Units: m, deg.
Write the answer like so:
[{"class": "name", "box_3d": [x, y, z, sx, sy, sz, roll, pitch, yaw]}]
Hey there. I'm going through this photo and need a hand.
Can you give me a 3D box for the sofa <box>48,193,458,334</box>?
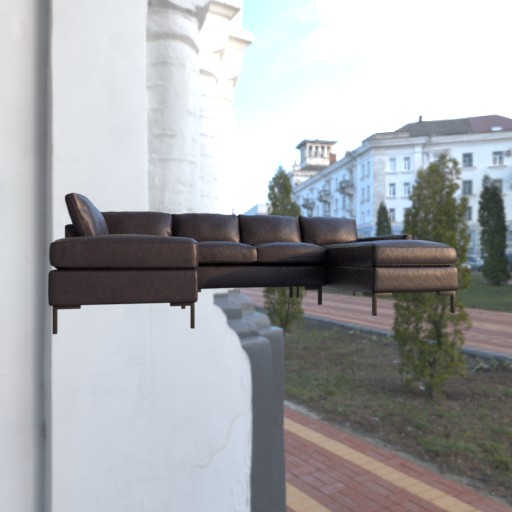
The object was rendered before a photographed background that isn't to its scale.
[{"class": "sofa", "box_3d": [0.000, 0.000, 3.794, 2.956, 0.900, 1.939, 0, 0, -15]}]
